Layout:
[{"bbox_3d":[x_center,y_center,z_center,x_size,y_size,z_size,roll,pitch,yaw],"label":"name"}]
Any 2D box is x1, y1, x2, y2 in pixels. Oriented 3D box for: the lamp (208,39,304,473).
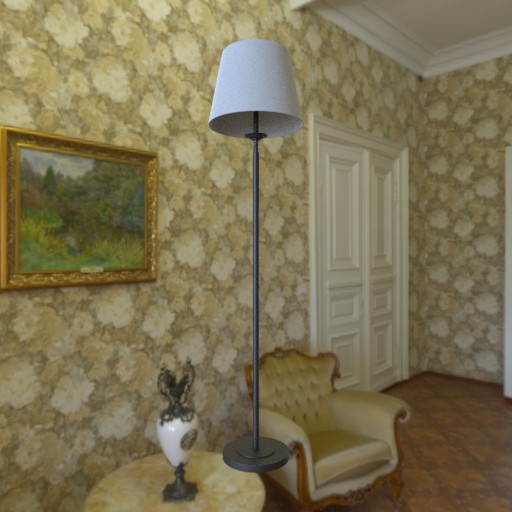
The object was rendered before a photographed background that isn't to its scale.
[{"bbox_3d":[0.000,0.000,1.626,0.348,1.473,0.348,0,0,-1],"label":"lamp"}]
